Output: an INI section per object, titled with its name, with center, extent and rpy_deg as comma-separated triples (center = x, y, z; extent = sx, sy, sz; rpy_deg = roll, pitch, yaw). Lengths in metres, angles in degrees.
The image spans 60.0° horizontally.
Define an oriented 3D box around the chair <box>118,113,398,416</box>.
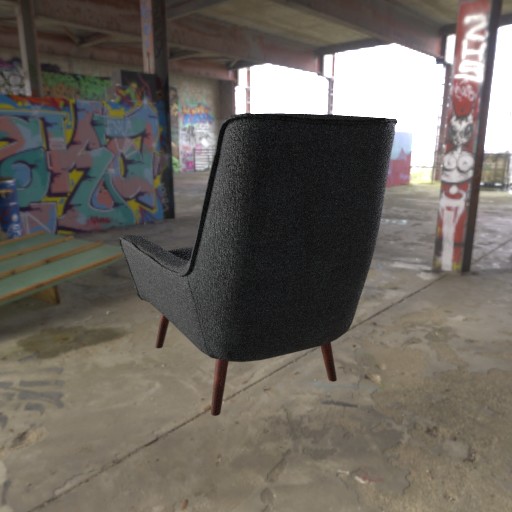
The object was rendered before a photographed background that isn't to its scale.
[chair]
center = 0.000, 0.000, 1.504
extent = 0.763, 0.883, 0.859
rpy_deg = -7, 16, -26
